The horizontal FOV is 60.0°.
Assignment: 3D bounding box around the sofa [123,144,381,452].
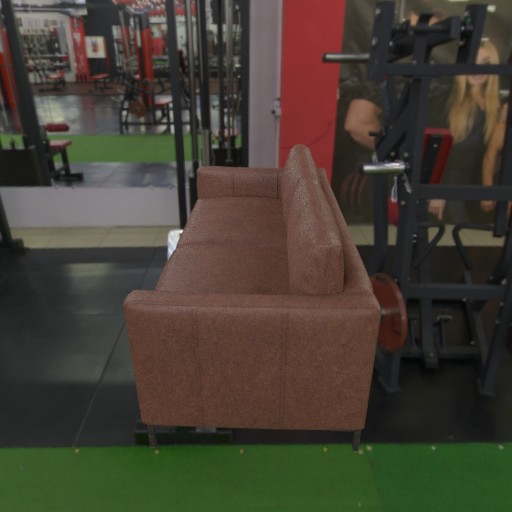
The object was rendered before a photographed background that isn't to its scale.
[{"bbox_3d":[0.000,0.000,2.338,0.899,0.883,1.797,1,26,1],"label":"sofa"}]
